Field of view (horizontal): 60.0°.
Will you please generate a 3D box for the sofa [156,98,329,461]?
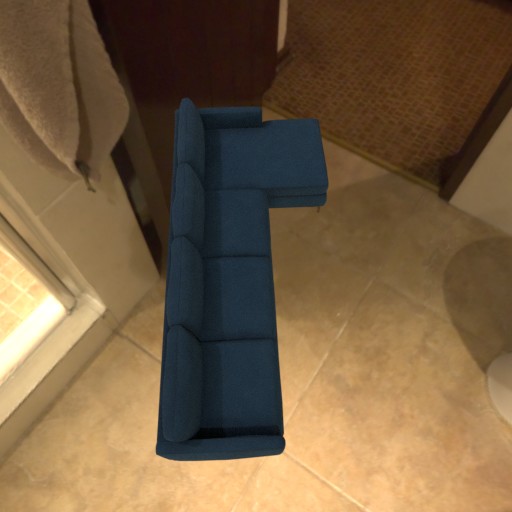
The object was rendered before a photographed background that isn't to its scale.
[{"bbox_3d":[0.000,0.000,3.528,1.350,0.810,2.932,-2,62,-1],"label":"sofa"}]
